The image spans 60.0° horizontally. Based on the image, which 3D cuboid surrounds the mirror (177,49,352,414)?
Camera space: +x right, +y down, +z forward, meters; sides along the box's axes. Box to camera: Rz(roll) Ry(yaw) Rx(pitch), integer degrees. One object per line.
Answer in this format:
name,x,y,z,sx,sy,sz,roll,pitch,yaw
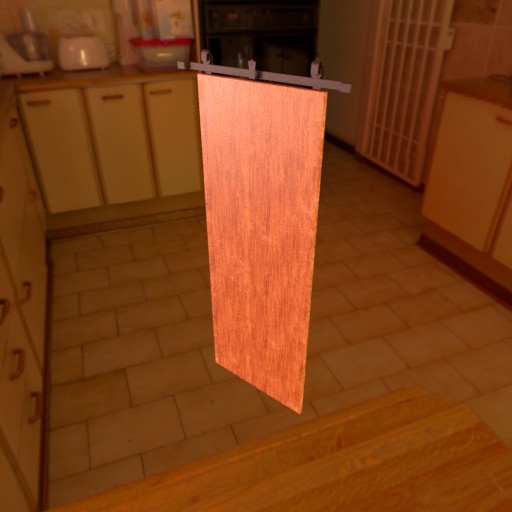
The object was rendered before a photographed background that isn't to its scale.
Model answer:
mirror,0.000,0.000,2.154,0.847,1.793,0.042,23,38,32
